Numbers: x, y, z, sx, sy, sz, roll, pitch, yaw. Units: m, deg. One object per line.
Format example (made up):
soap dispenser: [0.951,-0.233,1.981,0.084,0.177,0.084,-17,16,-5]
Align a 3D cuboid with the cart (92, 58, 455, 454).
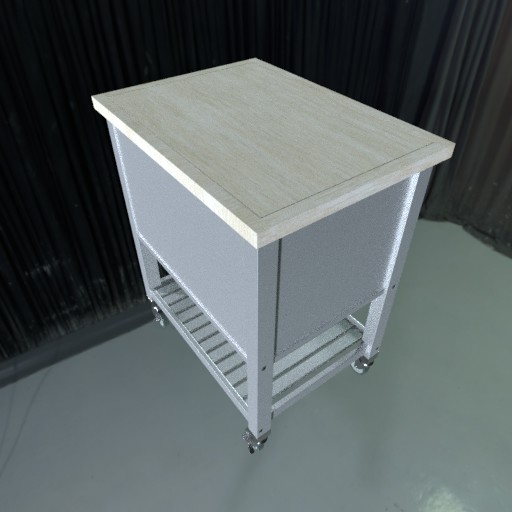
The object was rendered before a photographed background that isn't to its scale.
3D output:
cart: [0.000,0.000,1.406,0.559,0.914,0.762,-26,47,-27]
